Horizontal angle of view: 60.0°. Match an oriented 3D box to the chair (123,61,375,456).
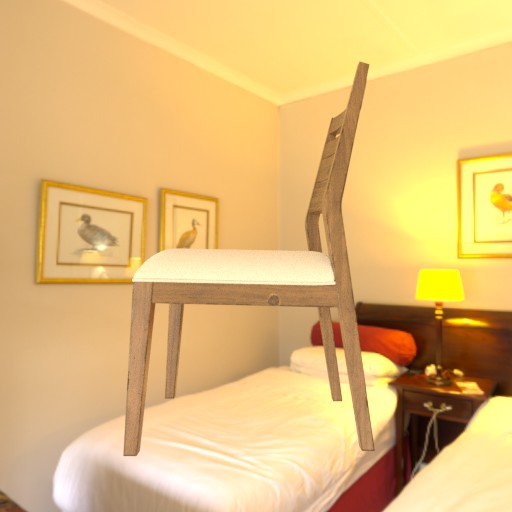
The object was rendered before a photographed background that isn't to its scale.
[{"bbox_3d":[0.000,0.000,1.282,0.610,0.939,0.497,0,-2,0],"label":"chair"}]
